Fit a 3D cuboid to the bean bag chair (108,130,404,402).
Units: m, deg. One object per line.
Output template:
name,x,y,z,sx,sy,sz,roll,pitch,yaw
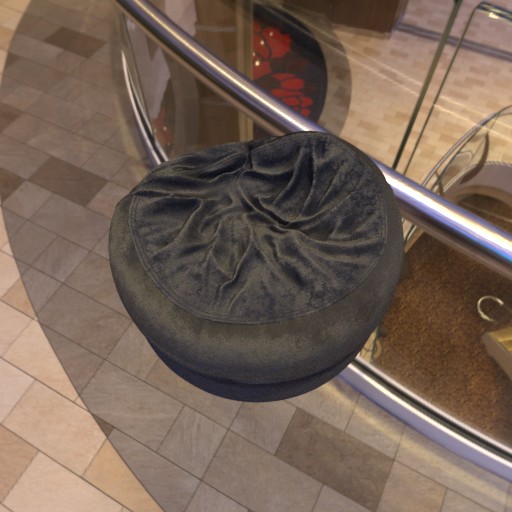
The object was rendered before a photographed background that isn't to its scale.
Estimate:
bean bag chair,0.000,0.000,1.520,0.918,0.605,0.918,0,58,0
